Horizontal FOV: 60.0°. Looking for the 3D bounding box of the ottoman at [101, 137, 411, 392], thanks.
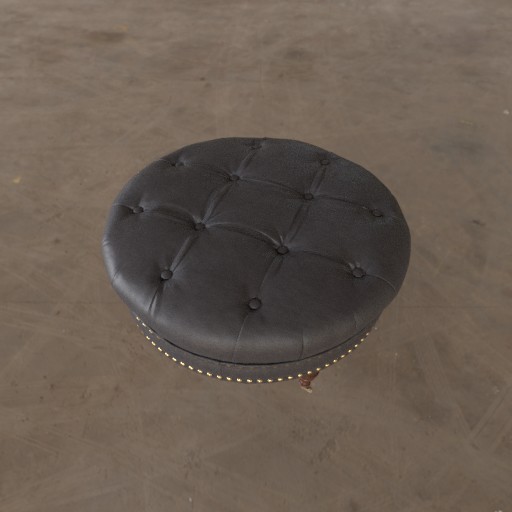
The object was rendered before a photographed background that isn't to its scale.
[{"bbox_3d":[0.000,0.000,1.433,0.901,0.439,0.901,0,47,0],"label":"ottoman"}]
